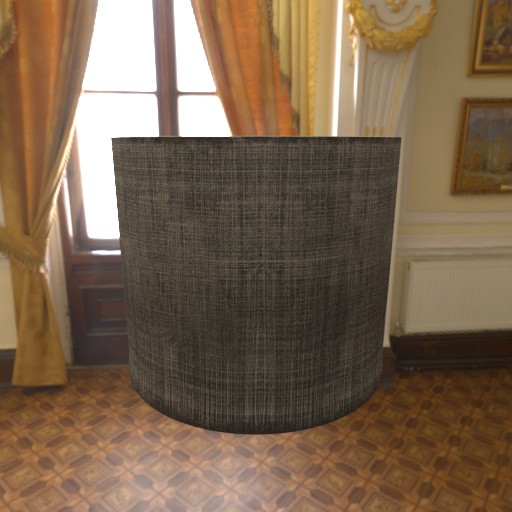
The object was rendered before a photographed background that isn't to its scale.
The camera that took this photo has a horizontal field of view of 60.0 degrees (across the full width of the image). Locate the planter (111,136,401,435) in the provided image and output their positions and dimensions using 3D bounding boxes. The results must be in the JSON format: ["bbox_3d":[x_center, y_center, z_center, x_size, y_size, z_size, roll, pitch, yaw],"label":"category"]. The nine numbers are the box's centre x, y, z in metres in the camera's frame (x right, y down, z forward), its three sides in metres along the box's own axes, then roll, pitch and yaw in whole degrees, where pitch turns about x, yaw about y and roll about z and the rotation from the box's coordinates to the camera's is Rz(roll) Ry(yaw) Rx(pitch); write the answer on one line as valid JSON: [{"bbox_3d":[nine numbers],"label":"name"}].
[{"bbox_3d":[0.000,0.000,0.304,0.178,0.157,0.178,0,15,0],"label":"planter"}]
